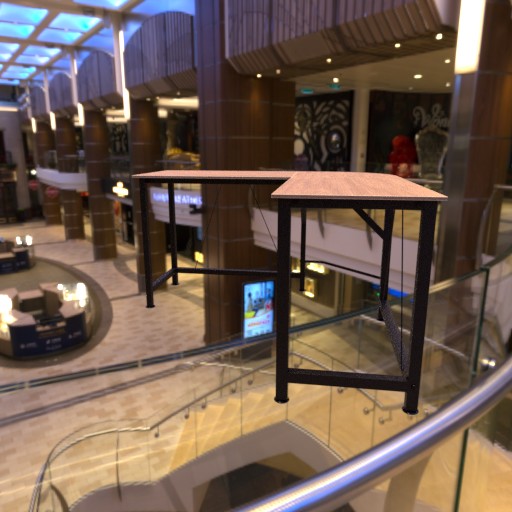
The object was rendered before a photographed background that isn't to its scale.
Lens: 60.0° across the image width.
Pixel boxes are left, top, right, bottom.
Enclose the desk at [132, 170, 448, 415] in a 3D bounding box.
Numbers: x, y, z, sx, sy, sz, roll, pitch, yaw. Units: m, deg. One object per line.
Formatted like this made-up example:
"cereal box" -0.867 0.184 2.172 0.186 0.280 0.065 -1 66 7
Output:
"desk" 0.000 0.000 2.216 1.400 0.762 1.400 2 14 9
